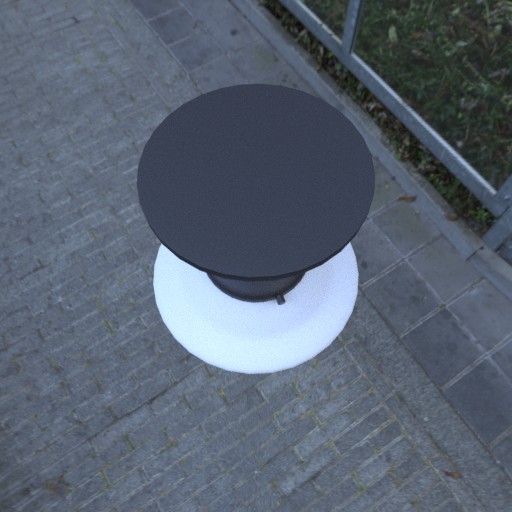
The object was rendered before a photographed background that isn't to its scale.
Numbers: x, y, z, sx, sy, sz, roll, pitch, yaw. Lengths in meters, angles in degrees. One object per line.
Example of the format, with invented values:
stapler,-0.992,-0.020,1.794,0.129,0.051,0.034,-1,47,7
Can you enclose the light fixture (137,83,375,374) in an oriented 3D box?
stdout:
light fixture,0.000,0.000,0.398,0.197,0.254,0.197,0,64,0
